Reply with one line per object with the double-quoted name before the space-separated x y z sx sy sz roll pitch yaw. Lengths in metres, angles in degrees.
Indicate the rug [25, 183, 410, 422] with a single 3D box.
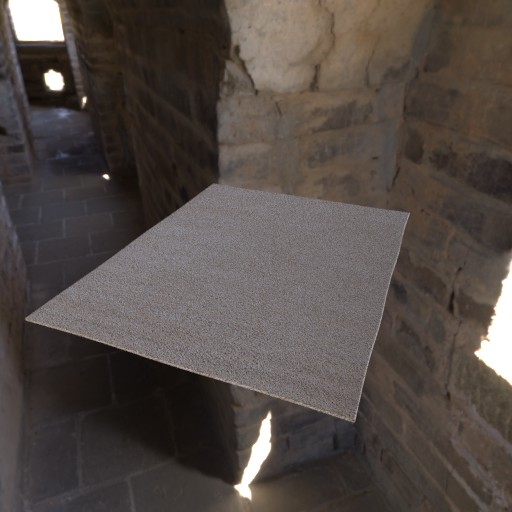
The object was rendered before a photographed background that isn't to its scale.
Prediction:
"rug" 0.000 0.000 4.035 2.400 0.026 3.000 11 32 19
